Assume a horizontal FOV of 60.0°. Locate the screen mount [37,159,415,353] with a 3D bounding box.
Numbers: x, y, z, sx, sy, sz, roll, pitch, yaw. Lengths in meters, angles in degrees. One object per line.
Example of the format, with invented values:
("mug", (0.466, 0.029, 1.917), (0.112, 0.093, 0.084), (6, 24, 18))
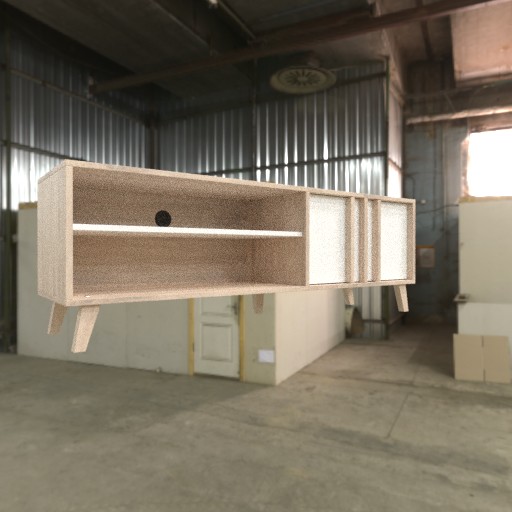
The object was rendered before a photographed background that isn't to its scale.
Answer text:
("screen mount", (0.000, 0.000, 1.748), (1.500, 0.510, 0.400), (0, 1, -36))
